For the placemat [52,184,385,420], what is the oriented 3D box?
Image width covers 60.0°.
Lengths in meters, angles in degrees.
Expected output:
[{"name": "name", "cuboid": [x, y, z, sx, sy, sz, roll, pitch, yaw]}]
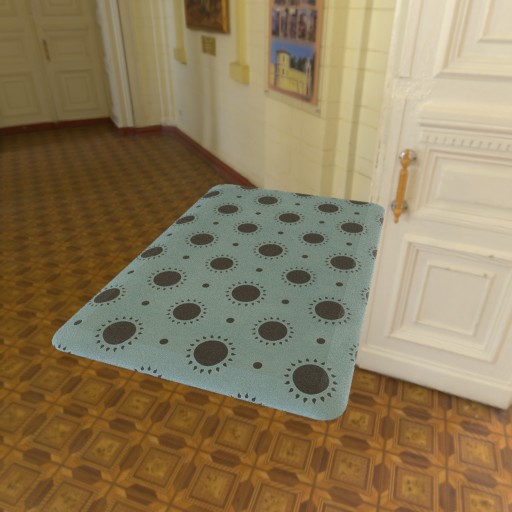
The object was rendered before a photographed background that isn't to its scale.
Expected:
[{"name": "placemat", "cuboid": [0.000, 0.000, 0.986, 0.508, 0.021, 0.762, 10, 33, 16]}]
